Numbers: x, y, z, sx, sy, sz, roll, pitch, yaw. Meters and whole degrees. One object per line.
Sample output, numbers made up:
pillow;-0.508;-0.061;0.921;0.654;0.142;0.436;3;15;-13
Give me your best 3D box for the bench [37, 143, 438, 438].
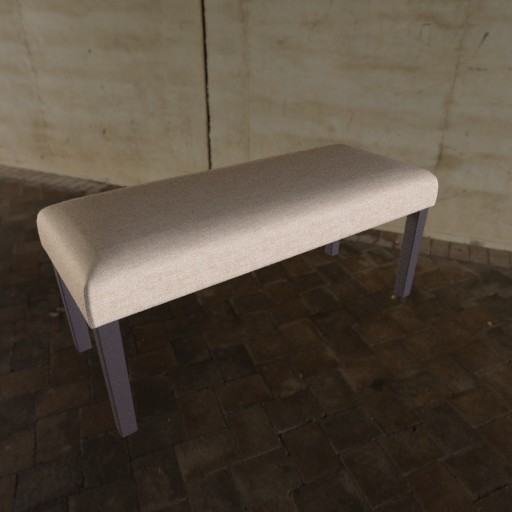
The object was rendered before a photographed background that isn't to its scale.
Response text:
bench;0.000;0.000;1.254;1.013;0.456;0.407;-19;35;-30
